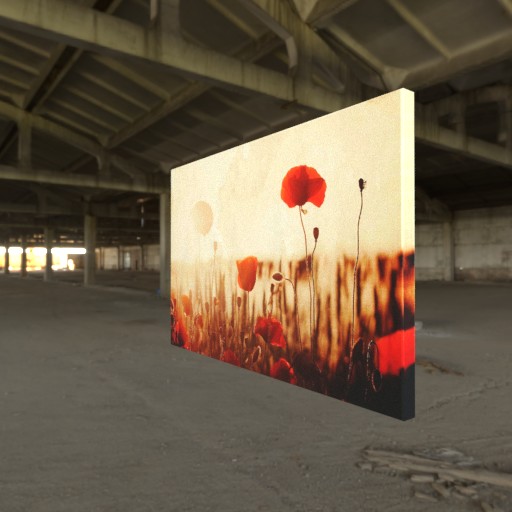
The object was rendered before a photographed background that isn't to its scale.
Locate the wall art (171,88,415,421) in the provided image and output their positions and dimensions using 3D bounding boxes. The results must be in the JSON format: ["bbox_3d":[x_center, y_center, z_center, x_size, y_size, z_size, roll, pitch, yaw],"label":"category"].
[{"bbox_3d":[0.000,0.000,1.171,0.038,0.602,0.918,0,-1,-37],"label":"wall art"}]
